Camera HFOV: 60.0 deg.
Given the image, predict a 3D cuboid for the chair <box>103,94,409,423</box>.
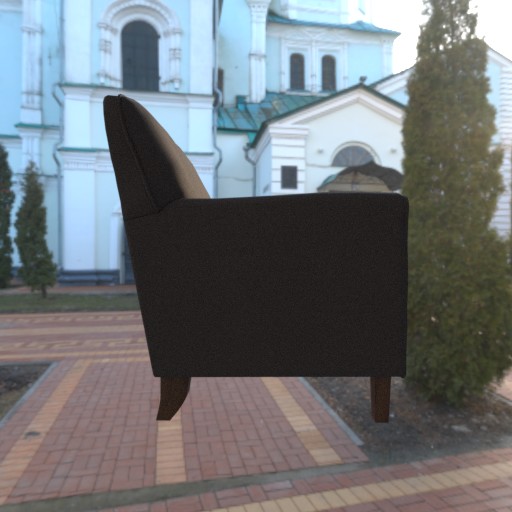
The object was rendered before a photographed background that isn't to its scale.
[{"bbox_3d":[0.000,0.000,1.587,0.831,0.911,0.836,0,0,2],"label":"chair"}]
